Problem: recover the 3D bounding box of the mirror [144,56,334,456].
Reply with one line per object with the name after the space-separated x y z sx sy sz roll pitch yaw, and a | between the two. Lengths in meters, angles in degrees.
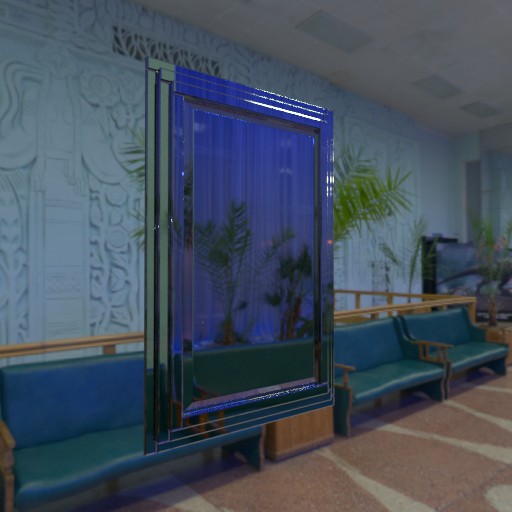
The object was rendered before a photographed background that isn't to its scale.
0.000 0.000 1.186 0.613 0.914 0.039 1 -1 -37 | mirror
